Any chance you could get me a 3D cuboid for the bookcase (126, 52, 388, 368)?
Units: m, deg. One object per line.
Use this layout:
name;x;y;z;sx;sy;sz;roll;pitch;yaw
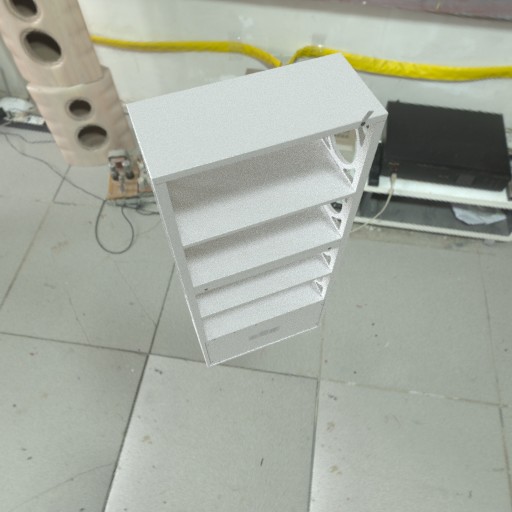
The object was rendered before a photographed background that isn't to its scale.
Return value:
bookcase;0.000;0.000;2.161;0.761;1.869;0.361;-18;60;-11
